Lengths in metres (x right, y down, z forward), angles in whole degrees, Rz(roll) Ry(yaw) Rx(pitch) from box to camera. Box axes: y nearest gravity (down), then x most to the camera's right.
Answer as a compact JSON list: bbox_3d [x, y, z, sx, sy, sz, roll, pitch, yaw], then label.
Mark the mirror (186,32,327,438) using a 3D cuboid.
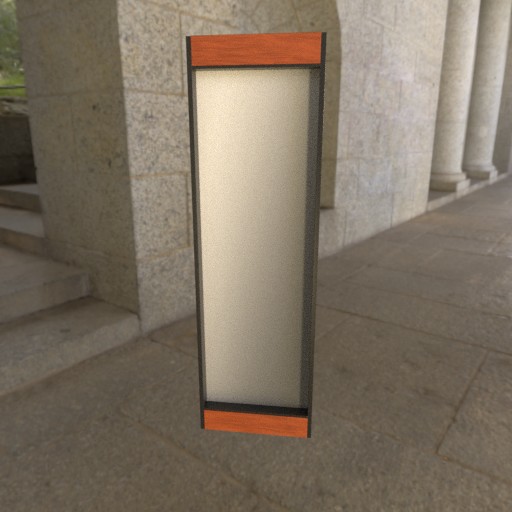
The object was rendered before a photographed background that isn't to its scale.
[{"bbox_3d":[0.000,0.000,1.239,0.343,1.123,0.047,2,16,7],"label":"mirror"}]
